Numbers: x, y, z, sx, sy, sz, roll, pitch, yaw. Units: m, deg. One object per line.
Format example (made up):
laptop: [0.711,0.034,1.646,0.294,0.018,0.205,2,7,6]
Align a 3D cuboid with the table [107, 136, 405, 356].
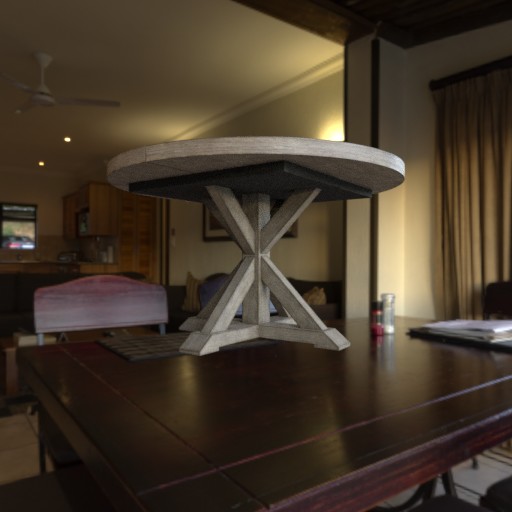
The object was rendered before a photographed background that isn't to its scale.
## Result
table: [0.000,0.000,2.134,1.363,0.781,1.363,0,0,0]
